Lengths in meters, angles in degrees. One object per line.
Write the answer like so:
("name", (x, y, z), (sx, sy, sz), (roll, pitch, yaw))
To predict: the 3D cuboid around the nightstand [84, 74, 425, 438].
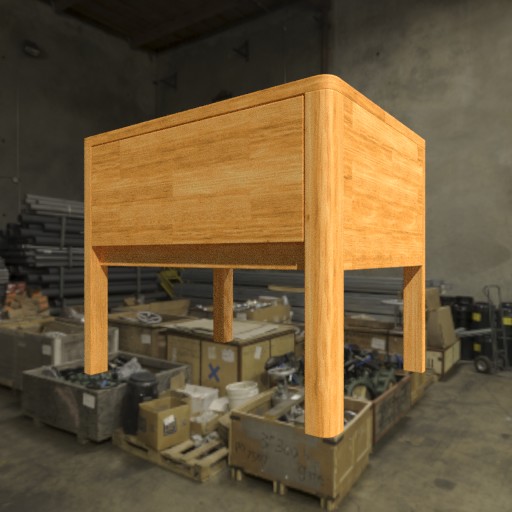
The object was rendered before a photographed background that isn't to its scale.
("nightstand", (0.000, 0.000, 0.907), (0.560, 0.470, 0.440), (0, 0, 36))
